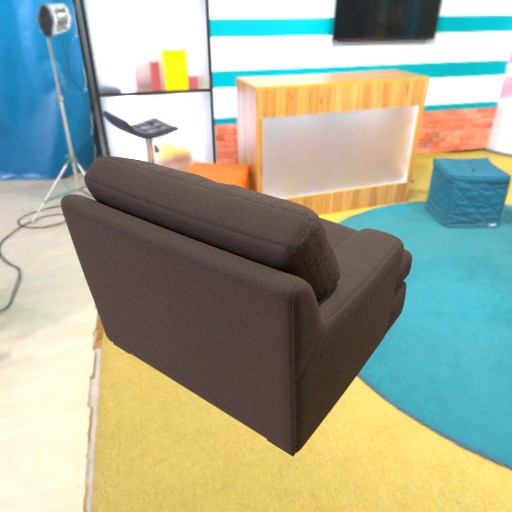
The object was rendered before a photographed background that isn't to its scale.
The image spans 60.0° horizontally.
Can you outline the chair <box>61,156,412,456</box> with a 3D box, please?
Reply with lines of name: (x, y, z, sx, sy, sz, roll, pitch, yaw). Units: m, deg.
chair: (0.000, 0.000, 2.005, 1.168, 0.940, 1.143, 20, 36, 31)
